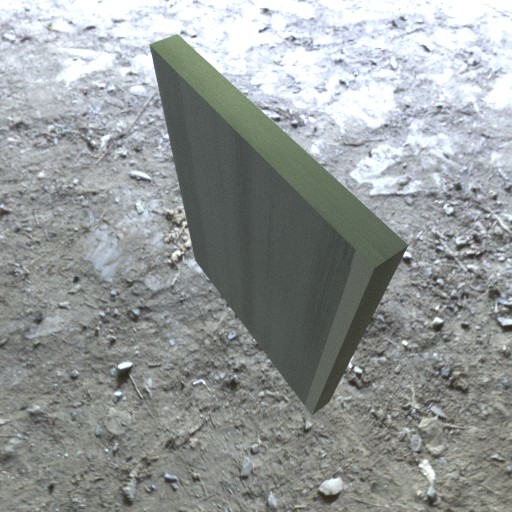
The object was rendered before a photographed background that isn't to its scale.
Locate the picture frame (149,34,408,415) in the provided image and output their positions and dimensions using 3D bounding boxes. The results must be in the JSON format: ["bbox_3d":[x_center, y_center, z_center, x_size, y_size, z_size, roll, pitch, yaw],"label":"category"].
[{"bbox_3d":[0.000,0.000,0.755,0.046,0.555,0.449,-31,62,-19],"label":"picture frame"}]
